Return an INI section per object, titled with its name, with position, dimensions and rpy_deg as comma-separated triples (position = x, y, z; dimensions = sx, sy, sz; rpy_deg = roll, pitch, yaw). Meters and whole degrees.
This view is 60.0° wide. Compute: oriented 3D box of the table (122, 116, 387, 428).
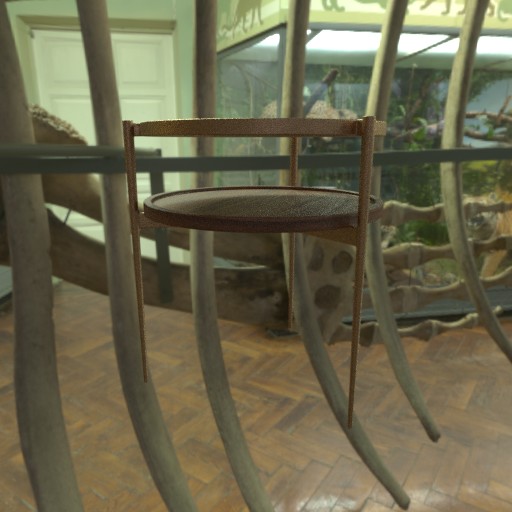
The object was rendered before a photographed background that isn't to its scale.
[table]
position = 0.000, 0.000, 0.845
dimensions = 0.456, 0.493, 0.430
rpy_deg = -3, 15, -9
